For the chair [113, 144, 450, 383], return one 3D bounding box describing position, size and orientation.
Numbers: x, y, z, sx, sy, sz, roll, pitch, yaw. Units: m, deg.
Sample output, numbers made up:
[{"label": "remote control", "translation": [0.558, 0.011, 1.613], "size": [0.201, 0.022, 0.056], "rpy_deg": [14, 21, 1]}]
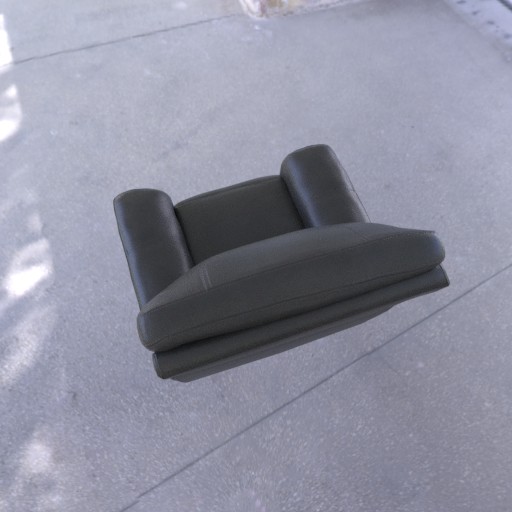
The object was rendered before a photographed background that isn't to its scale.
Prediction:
[{"label": "chair", "translation": [0.000, 0.000, 1.988], "size": [1.096, 1.109, 1.087], "rpy_deg": [-16, 60, -10]}]
